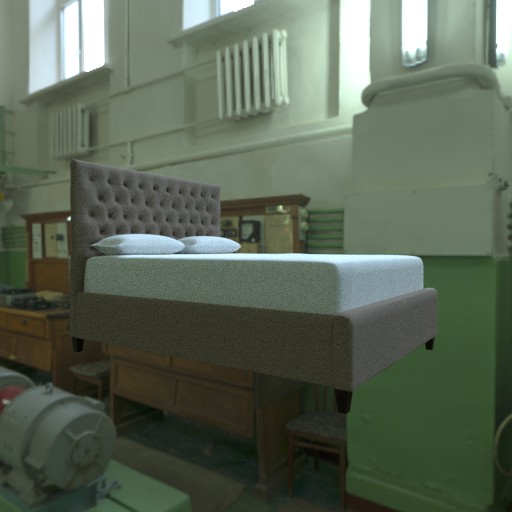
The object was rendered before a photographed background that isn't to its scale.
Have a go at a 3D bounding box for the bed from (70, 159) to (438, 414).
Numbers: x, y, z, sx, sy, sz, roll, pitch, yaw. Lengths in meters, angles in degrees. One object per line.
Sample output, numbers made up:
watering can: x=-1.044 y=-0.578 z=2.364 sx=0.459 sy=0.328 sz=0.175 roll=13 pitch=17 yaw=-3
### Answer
bed: x=0.000 y=0.000 z=3.334 sx=2.233 sy=1.426 sz=1.696 roll=1 pitch=1 yaw=35
